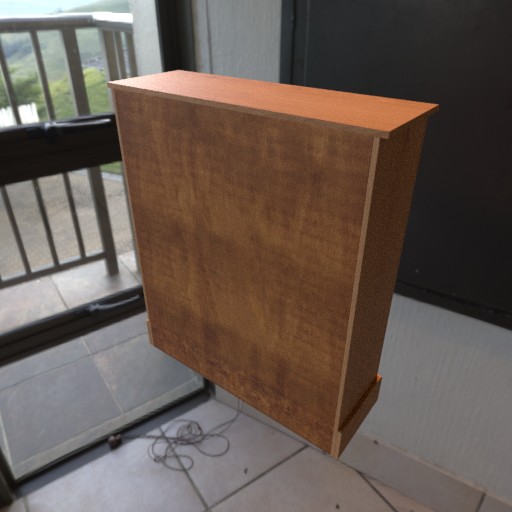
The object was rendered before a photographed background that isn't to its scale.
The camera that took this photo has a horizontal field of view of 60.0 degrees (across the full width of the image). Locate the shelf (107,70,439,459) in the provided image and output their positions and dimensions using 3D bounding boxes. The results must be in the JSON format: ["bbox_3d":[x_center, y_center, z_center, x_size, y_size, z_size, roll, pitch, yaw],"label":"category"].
[{"bbox_3d":[0.000,0.000,1.387,0.840,0.980,0.291,21,37,31],"label":"shelf"}]
